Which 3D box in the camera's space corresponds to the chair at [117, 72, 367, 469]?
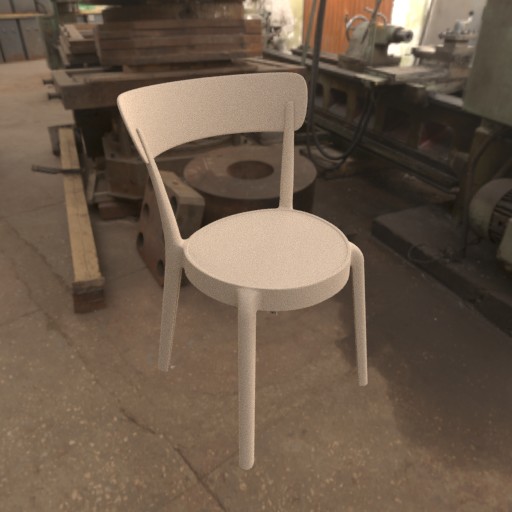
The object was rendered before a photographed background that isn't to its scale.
[{"bbox_3d":[0.000,0.000,1.121,0.506,0.790,0.491,-22,37,-32],"label":"chair"}]
